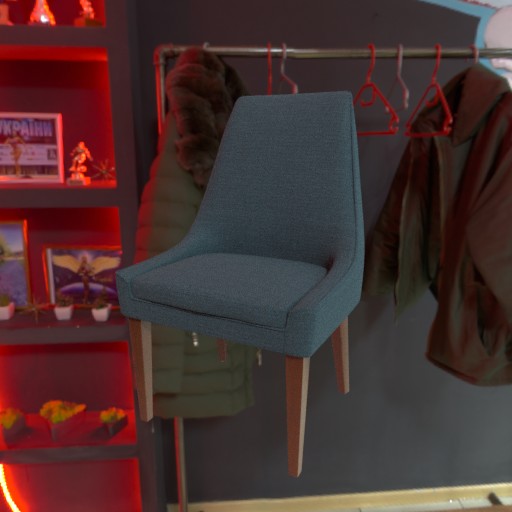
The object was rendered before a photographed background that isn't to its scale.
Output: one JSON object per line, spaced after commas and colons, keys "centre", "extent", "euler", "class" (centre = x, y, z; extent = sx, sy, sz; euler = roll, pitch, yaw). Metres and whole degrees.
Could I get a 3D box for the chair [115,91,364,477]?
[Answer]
{"centre": [0.000, 0.000, 1.188], "extent": [0.529, 0.861, 0.544], "euler": [8, 16, 27], "class": "chair"}
